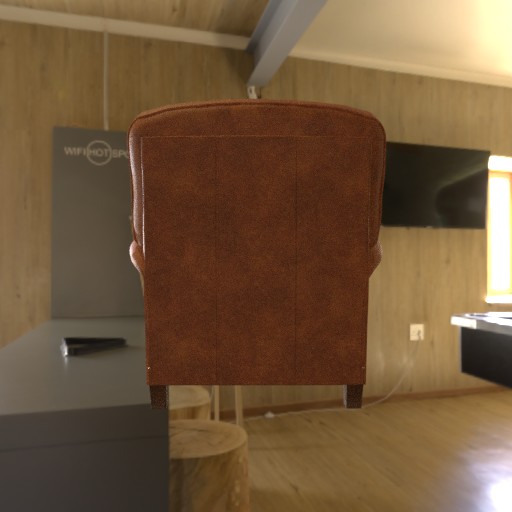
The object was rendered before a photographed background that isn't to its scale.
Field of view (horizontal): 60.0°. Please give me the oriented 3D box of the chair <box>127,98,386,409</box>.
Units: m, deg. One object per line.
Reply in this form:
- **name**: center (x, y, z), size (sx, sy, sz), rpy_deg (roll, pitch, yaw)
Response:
- **chair**: center (0.000, 0.000, 1.779), size (0.936, 1.018, 0.986), rpy_deg (0, -1, 0)
